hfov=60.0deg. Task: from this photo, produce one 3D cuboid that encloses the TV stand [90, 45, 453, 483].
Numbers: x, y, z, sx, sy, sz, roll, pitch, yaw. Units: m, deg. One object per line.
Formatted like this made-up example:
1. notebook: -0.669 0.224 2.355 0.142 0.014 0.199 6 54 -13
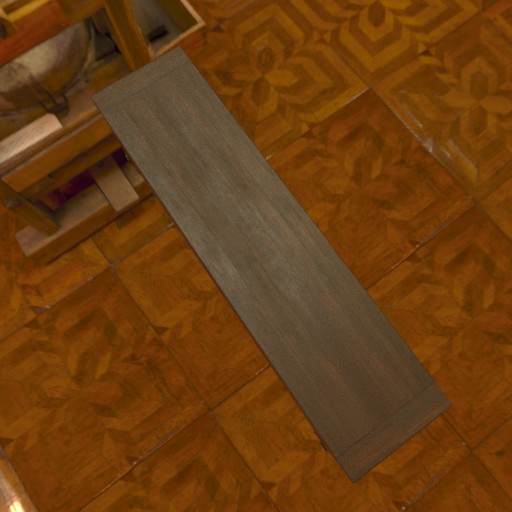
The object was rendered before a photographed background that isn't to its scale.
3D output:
1. TV stand: 0.000 0.000 2.063 0.471 0.615 1.866 -34 78 -8
